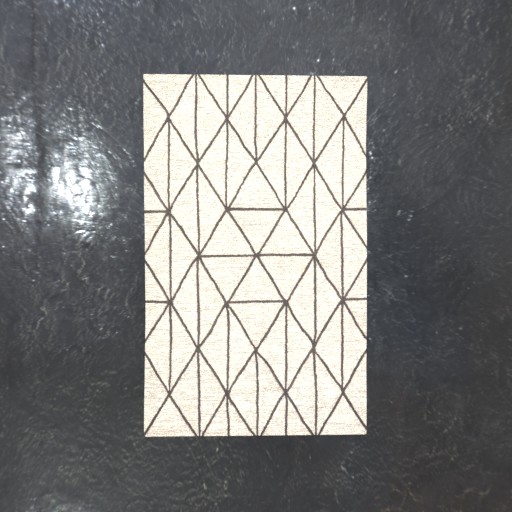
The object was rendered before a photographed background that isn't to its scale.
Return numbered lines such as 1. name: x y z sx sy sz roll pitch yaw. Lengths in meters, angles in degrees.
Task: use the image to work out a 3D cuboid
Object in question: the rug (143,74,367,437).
1. rug: 0.000 0.000 3.033 1.526 0.008 2.465 0 90 -1
